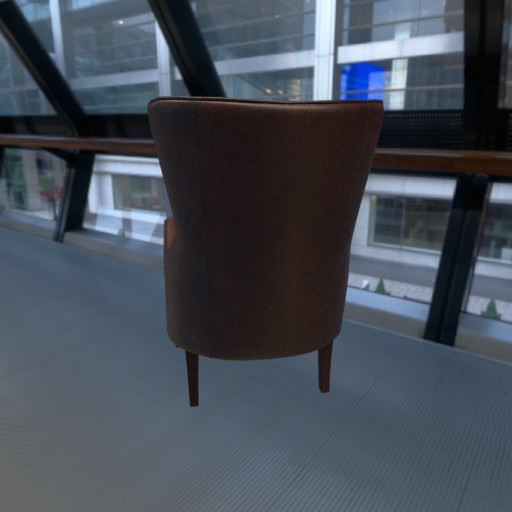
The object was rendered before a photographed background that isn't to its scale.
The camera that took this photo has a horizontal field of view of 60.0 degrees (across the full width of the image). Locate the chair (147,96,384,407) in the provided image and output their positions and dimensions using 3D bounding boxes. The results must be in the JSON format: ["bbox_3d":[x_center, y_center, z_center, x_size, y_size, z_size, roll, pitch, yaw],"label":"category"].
[{"bbox_3d":[0.000,0.000,1.625,0.692,1.048,0.914,-3,15,-10],"label":"chair"}]
